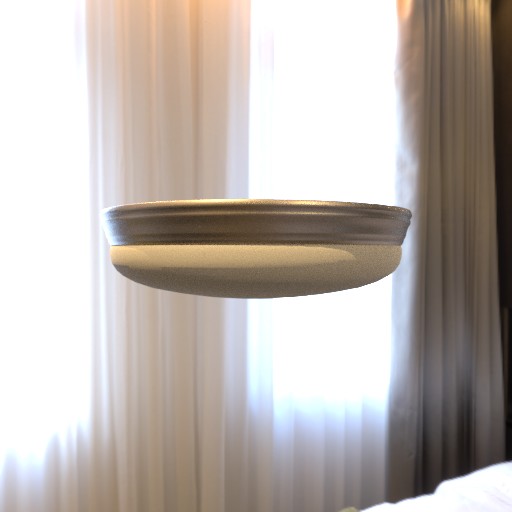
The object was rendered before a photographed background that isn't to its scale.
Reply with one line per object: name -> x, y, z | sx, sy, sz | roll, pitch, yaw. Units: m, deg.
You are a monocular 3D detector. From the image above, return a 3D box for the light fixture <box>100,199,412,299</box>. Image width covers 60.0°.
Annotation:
light fixture -> 0.000, 0.000, 0.554 | 0.368, 0.100, 0.368 | 0, 1, 0
